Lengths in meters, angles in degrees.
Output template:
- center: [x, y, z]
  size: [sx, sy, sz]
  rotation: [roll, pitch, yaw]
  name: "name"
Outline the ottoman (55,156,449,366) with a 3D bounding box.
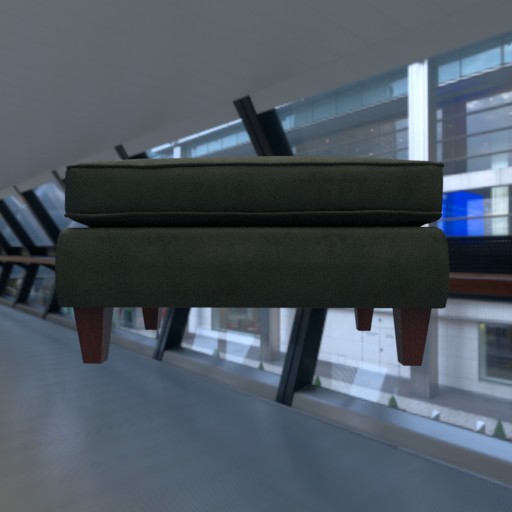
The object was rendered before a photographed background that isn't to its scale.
- center: [0.000, 0.000, 1.263]
  size: [0.864, 0.495, 0.632]
  rotation: [0, -1, 2]
  name: "ottoman"
